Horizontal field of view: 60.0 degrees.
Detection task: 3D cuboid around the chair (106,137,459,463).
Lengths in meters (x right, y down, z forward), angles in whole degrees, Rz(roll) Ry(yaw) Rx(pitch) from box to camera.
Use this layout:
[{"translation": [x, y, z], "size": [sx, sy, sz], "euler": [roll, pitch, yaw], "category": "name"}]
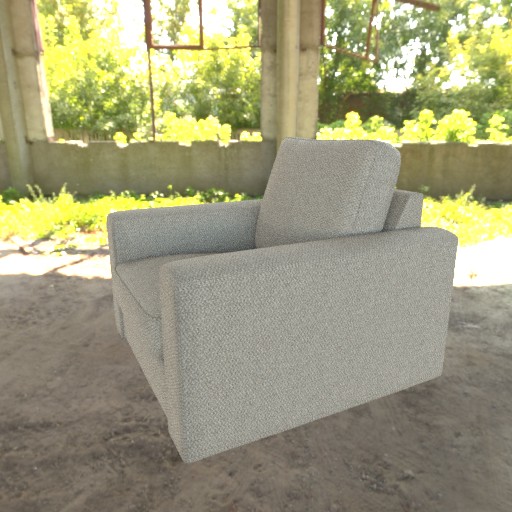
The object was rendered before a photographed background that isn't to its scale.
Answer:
[{"translation": [0.000, 0.000, 1.706], "size": [1.016, 0.873, 1.005], "euler": [-8, 18, -26], "category": "chair"}]
